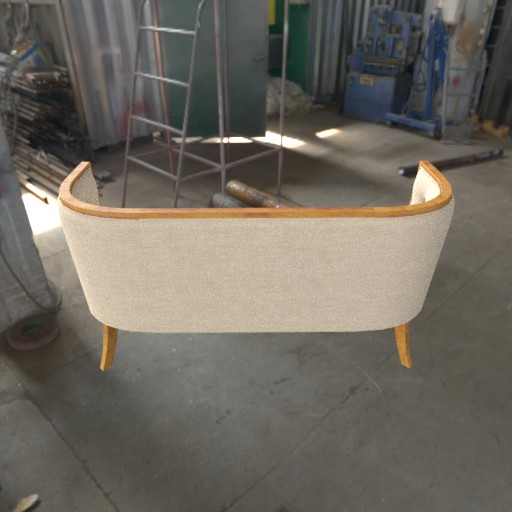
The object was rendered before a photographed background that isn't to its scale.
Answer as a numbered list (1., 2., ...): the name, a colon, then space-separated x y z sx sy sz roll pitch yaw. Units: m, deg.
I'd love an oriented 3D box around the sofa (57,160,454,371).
1. sofa: 0.000 0.000 1.941 1.474 0.775 0.770 0 31 -1
